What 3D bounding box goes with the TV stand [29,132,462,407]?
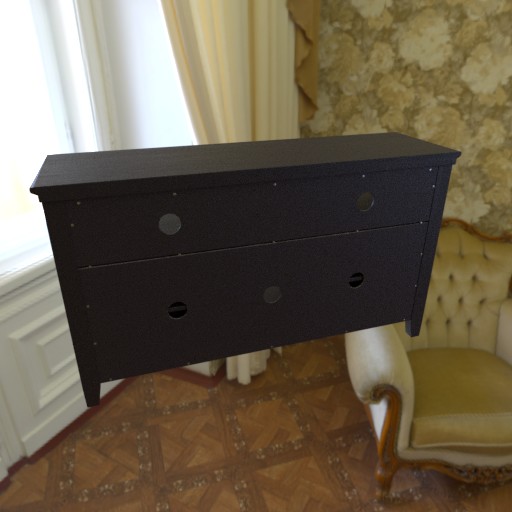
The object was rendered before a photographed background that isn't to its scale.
[{"bbox_3d":[0.000,0.000,1.469,1.198,0.681,0.347,-8,27,-16],"label":"TV stand"}]
